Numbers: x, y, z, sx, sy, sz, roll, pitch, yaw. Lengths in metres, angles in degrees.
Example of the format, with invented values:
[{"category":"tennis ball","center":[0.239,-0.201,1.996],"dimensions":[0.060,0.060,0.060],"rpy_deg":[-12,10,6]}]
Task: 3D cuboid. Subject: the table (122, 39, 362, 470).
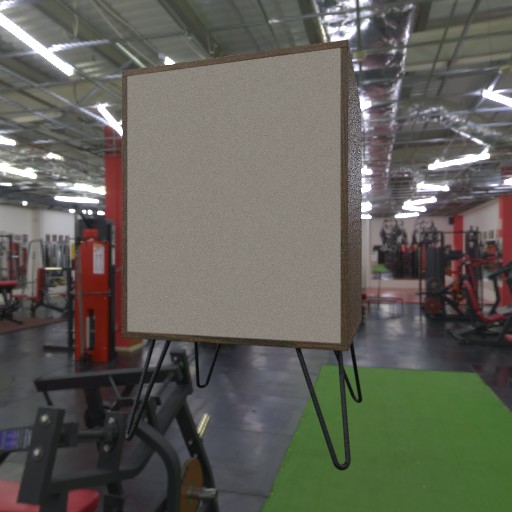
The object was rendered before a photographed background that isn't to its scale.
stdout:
[{"category":"table","center":[0.000,0.000,1.175],"dimensions":[0.526,0.866,0.457],"rpy_deg":[0,0,17]}]
